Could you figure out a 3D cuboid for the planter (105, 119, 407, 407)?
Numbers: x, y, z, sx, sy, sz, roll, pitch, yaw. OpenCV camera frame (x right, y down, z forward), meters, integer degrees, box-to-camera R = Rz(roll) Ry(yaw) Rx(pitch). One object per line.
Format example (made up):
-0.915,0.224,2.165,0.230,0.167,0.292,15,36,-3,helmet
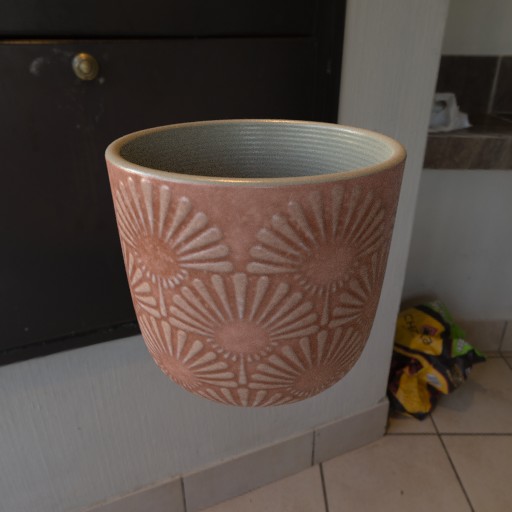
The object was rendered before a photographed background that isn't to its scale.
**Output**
0.000,0.000,0.213,0.124,0.109,0.124,0,26,0,planter
